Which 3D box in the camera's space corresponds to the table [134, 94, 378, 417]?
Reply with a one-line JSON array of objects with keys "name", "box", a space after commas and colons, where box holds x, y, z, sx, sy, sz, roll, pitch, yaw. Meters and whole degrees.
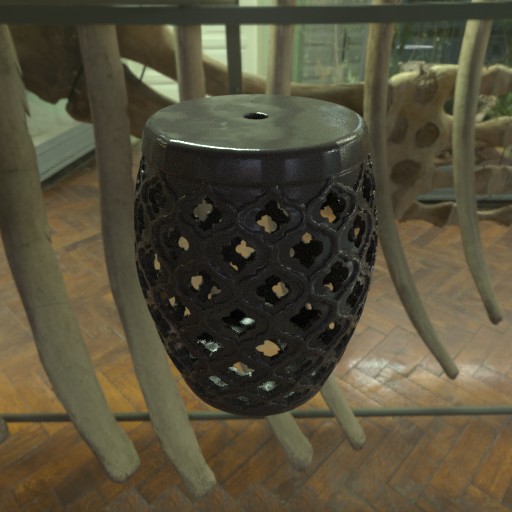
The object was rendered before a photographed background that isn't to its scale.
[{"name": "table", "box": [0.000, 0.000, 0.625, 0.325, 0.388, 0.325, 0, 32, 0]}]
